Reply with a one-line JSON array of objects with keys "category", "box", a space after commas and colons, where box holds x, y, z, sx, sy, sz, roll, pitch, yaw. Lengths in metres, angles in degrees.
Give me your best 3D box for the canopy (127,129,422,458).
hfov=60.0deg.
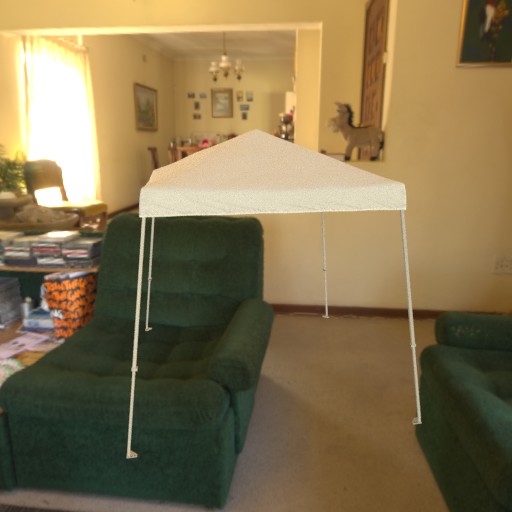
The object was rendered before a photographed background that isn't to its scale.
[{"category": "canopy", "box": [0.000, 0.000, 6.539, 3.599, 3.600, 3.600, -3, 15, -10]}]
